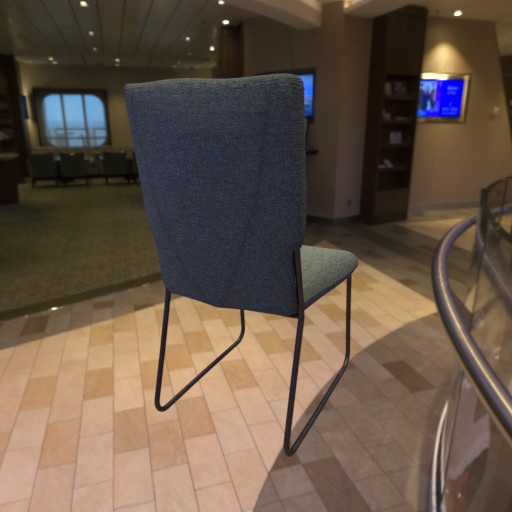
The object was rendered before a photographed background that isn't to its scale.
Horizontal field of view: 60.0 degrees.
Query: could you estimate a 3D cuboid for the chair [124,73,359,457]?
[{"bbox_3d":[0.000,0.000,1.296,0.480,0.931,0.635,8,19,25],"label":"chair"}]
